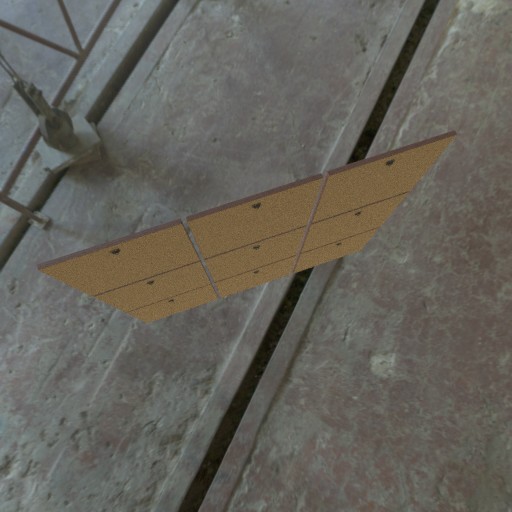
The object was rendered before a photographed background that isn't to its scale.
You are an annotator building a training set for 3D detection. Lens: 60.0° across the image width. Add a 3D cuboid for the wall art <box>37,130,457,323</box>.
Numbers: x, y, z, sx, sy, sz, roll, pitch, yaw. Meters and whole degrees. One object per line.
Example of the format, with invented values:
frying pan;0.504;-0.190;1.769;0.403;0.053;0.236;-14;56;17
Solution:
wall art;0.000;0.000;1.809;1.221;1.218;0.024;-18;76;-5
